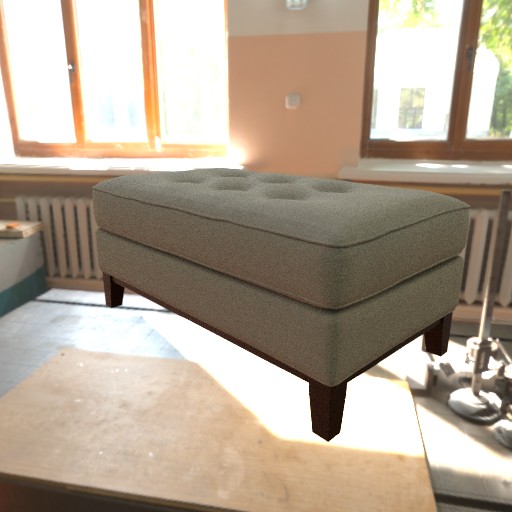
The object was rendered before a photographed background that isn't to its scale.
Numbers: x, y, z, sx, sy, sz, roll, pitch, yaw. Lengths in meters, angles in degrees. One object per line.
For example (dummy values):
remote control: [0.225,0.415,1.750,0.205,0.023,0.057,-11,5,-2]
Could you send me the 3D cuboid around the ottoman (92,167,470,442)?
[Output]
ottoman: [0.000,0.000,1.486,0.648,0.508,1.143,-15,22,-41]
